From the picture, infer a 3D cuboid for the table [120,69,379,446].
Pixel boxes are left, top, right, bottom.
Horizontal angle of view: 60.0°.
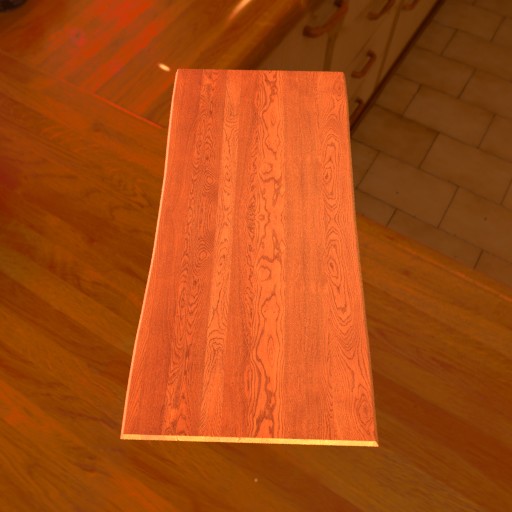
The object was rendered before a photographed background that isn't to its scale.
[{"bbox_3d":[0.000,0.000,2.250,0.900,0.770,1.800,1,63,1],"label":"table"}]
